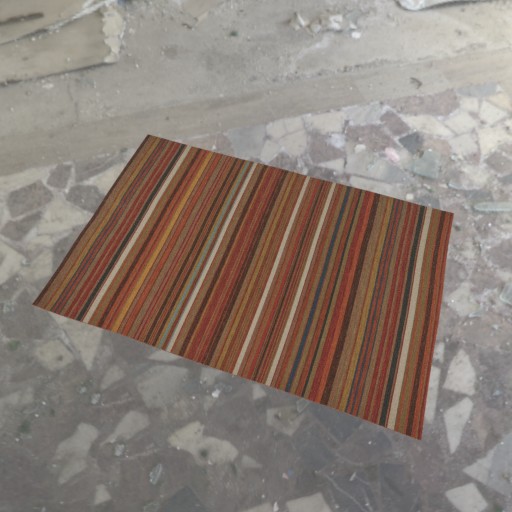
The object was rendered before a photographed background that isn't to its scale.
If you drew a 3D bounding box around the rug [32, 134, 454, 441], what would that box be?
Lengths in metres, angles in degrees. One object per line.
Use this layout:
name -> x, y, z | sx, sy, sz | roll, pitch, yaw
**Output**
rug -> 0.000, 0.000, 2.234 | 1.828, 0.007, 1.217 | 17, 59, 10
